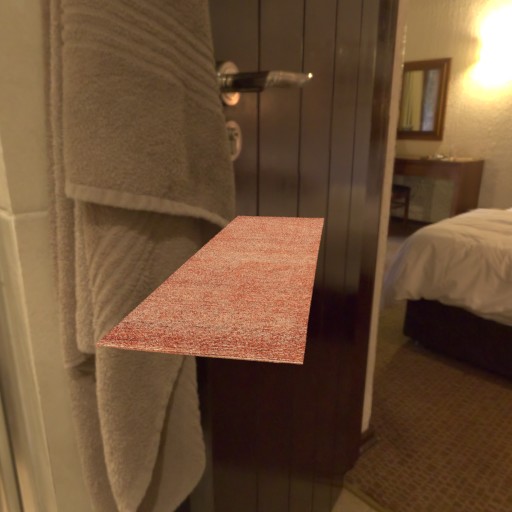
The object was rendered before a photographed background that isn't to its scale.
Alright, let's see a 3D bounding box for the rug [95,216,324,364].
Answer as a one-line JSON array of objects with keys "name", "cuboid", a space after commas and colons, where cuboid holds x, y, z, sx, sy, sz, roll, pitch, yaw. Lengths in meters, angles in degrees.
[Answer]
[{"name": "rug", "cuboid": [0.000, 0.000, 2.573, 0.718, 0.013, 2.353, 3, 17, 10]}]
